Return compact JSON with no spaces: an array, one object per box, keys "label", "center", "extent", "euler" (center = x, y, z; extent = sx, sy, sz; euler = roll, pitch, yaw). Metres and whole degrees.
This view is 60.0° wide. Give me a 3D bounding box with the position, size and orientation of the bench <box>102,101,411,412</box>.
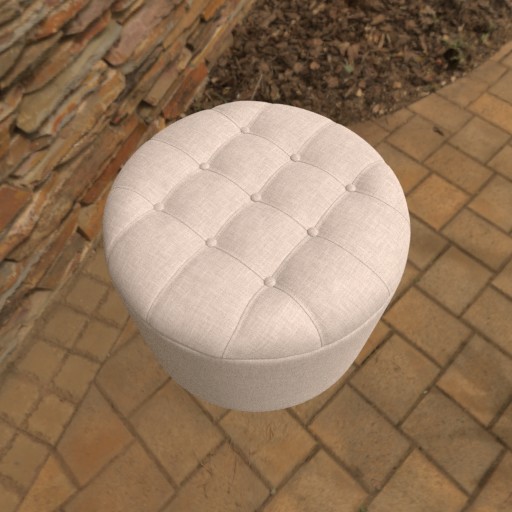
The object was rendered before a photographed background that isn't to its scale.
[{"label":"bench","center":[0.000,0.000,1.005],"extent":[0.600,0.453,0.600],"euler":[0,58,0]}]
